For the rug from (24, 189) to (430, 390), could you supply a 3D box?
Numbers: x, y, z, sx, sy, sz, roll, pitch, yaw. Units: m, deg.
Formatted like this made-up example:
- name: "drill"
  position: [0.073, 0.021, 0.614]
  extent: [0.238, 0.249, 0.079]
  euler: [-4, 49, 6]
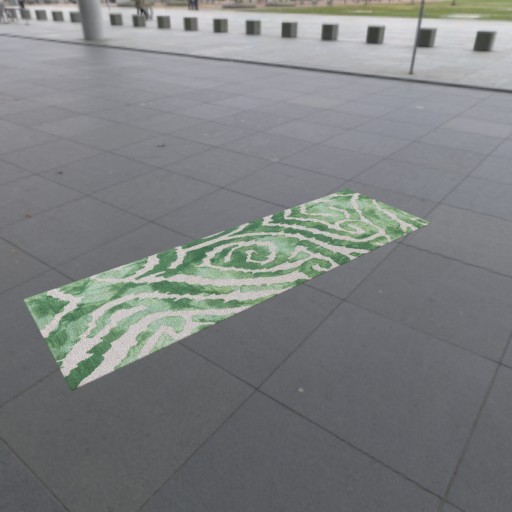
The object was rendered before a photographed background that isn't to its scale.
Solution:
- name: "rug"
  position: [0.000, 0.000, 2.661]
  extent: [2.438, 0.006, 0.761]
  euler: [-22, 37, -31]
